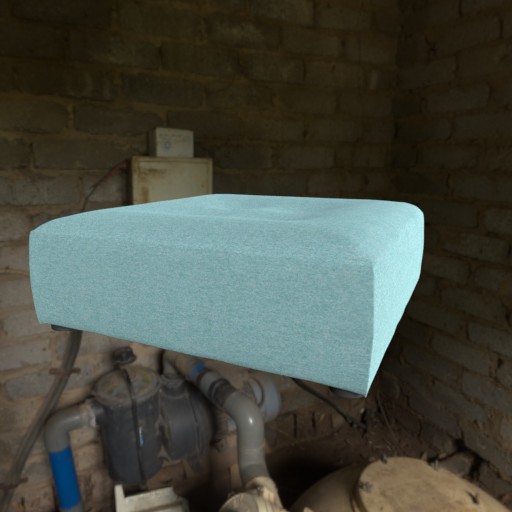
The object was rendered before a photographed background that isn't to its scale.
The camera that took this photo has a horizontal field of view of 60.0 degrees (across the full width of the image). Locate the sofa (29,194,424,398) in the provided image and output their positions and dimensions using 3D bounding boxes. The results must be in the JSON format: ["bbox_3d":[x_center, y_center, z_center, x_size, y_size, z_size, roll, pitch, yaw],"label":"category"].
[{"bbox_3d":[0.000,0.000,1.426,0.930,0.330,0.930,6,14,25],"label":"sofa"}]
